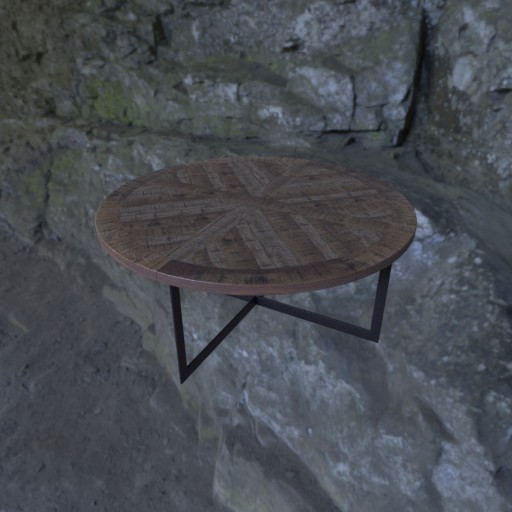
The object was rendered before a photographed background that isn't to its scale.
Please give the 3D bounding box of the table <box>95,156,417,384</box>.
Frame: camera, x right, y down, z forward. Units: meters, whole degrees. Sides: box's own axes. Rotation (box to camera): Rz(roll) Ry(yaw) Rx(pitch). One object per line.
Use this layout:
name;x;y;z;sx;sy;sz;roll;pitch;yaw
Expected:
table;0.000;0.000;1.949;1.264;0.516;1.264;0;29;0
